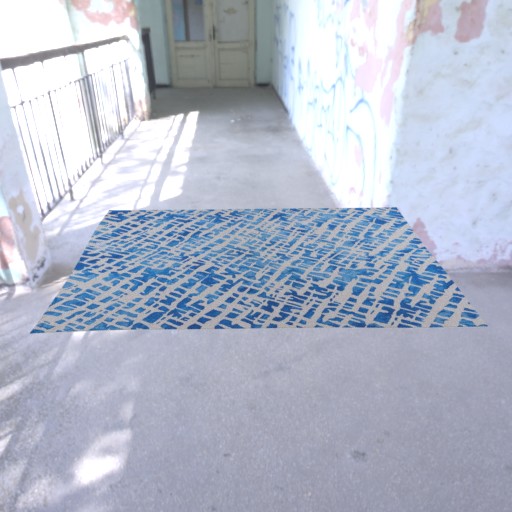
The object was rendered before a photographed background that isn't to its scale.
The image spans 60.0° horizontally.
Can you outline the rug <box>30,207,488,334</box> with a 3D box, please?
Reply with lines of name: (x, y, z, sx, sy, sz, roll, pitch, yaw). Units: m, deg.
rug: (0.000, 0.000, 2.284, 1.830, 0.011, 1.209, -1, 29, -1)
